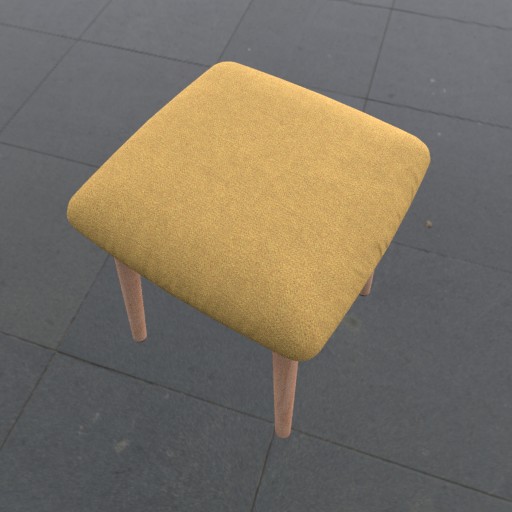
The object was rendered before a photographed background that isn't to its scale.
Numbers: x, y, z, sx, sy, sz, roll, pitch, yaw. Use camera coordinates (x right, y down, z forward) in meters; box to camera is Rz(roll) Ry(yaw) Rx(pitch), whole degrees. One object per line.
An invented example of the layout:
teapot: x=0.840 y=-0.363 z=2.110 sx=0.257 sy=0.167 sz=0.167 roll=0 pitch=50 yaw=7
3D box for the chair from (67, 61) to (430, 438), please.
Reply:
chair: x=0.000 y=0.000 z=0.694 sx=0.350 sy=0.440 sz=0.350 roll=29 pitch=63 yaw=16
